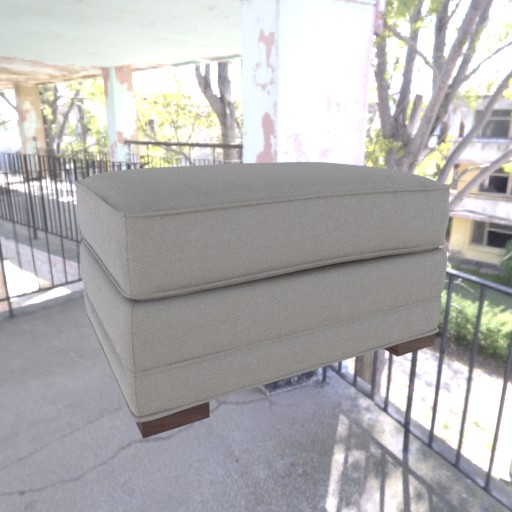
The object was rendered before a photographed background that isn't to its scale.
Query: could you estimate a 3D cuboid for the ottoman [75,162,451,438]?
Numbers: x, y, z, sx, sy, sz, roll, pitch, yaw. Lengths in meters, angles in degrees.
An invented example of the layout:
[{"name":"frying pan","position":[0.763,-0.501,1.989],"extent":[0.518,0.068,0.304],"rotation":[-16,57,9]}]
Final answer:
[{"name":"ottoman","position":[0.000,0.000,1.205],"extent":[0.848,0.482,0.611],"rotation":[-8,18,-27]}]
